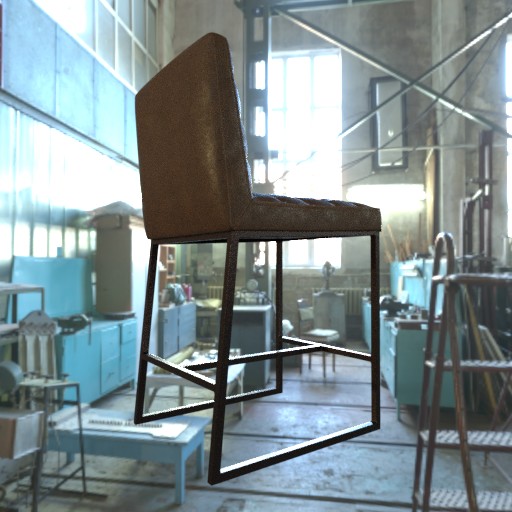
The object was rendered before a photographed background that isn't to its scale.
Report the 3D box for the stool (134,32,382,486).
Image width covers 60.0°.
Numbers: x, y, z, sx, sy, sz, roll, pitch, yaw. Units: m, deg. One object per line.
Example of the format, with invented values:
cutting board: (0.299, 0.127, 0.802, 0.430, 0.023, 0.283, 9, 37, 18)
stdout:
stool: (0.000, 0.000, 1.238, 0.562, 0.942, 0.463, 1, -1, -36)
